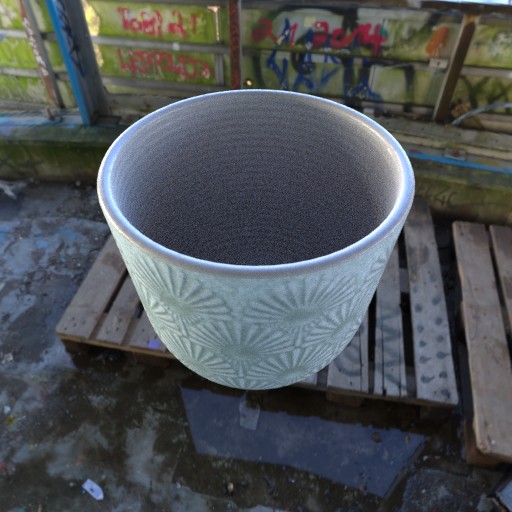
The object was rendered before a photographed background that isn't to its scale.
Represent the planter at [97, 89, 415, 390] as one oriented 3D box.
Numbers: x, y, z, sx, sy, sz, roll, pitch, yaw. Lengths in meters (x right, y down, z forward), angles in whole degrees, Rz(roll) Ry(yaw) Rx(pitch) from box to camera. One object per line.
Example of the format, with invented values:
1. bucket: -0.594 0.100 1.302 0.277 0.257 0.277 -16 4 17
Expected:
1. planter: 0.000 0.000 0.296 0.170 0.152 0.170 0 46 0
